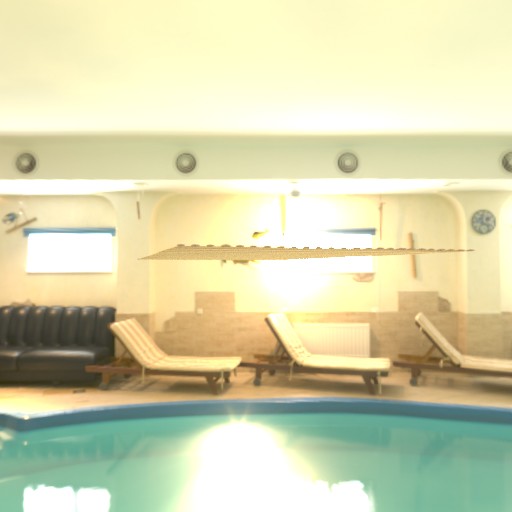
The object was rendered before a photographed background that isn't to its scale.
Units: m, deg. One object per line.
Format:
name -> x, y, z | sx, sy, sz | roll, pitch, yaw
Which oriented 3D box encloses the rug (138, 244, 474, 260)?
rug -> 0.000, 0.000, 2.595 | 1.222, 0.009, 2.084 | 1, -2, -18
